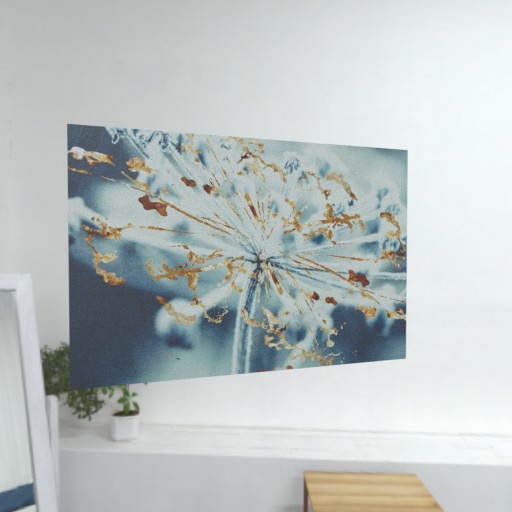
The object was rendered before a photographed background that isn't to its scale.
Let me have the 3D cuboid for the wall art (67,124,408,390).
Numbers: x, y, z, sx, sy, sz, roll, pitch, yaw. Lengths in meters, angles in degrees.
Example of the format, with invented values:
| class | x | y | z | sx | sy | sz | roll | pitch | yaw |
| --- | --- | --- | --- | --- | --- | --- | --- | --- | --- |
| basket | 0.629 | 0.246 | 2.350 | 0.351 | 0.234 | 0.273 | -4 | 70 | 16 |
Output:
| class | x | y | z | sx | sy | sz | roll | pitch | yaw |
| --- | --- | --- | --- | --- | --- | --- | --- | --- | --- |
| wall art | 0.000 | 0.000 | 1.170 | 0.912 | 0.608 | 0.038 | 0 | 2 | -18 |
